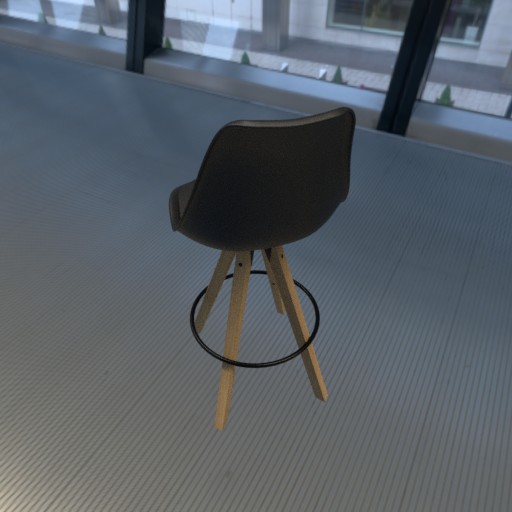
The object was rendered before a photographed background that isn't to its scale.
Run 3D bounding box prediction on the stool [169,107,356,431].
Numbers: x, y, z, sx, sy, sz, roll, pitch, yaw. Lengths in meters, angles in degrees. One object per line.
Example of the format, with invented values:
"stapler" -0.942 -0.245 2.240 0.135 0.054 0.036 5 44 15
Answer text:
"stool" 0.000 0.000 1.376 0.485 1.115 0.550 -11 42 -13
